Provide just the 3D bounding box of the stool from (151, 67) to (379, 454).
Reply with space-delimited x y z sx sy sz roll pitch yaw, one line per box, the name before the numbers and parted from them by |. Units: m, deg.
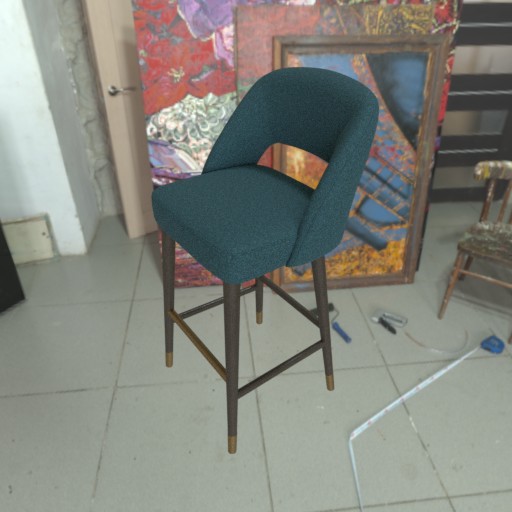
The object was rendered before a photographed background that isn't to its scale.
stool | 0.000 0.000 1.373 0.522 1.032 0.536 -21 38 -29
